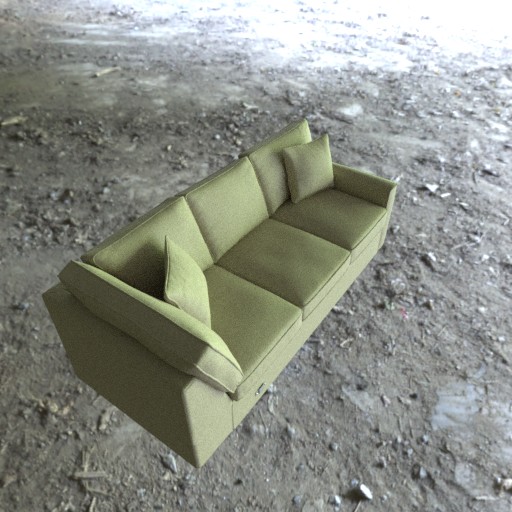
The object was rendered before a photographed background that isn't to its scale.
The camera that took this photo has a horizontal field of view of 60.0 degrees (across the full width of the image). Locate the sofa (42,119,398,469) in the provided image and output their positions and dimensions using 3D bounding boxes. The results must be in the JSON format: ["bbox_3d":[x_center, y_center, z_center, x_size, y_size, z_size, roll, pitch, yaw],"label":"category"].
[{"bbox_3d":[0.000,0.000,2.909,1.053,0.948,2.323,25,46,27],"label":"sofa"}]
